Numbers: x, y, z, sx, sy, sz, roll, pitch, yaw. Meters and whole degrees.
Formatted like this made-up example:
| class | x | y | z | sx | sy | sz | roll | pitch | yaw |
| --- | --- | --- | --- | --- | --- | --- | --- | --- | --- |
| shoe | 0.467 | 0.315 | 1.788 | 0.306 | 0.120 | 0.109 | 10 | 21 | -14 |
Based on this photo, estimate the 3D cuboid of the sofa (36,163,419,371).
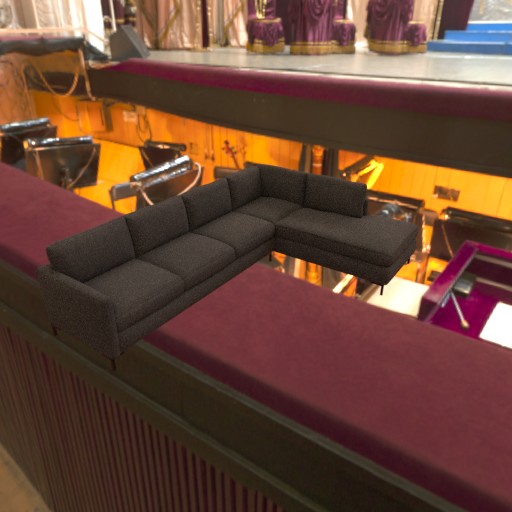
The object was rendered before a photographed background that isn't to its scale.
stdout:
| class | x | y | z | sx | sy | sz | roll | pitch | yaw |
| --- | --- | --- | --- | --- | --- | --- | --- | --- | --- |
| sofa | 0.000 | 0.000 | 3.929 | 2.007 | 0.815 | 2.949 | 18 | 32 | 31 |
